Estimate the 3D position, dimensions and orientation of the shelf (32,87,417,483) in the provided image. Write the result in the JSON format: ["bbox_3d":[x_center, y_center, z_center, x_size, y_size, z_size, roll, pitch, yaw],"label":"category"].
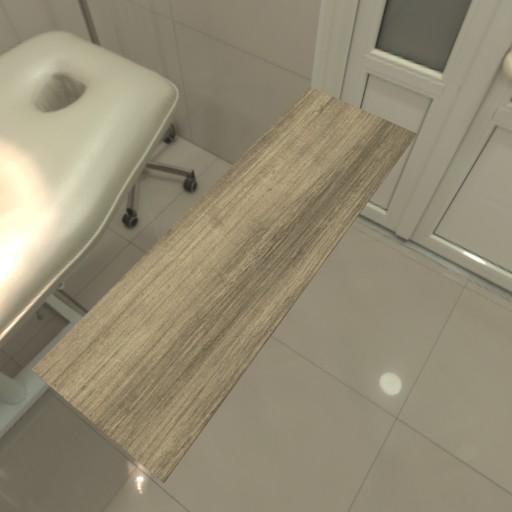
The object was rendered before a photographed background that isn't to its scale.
[{"bbox_3d":[0.000,0.000,0.660,0.200,0.125,0.610,31,63,18],"label":"shelf"}]
